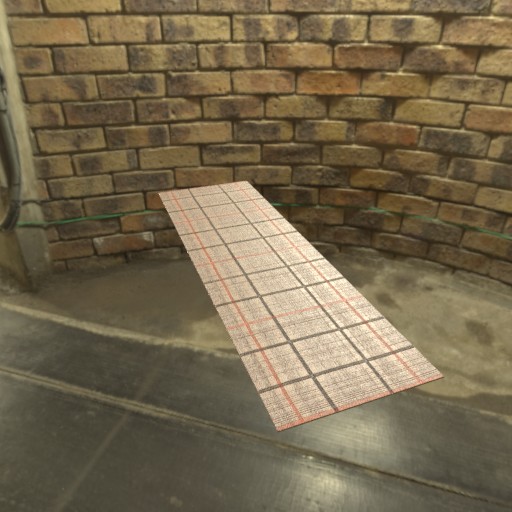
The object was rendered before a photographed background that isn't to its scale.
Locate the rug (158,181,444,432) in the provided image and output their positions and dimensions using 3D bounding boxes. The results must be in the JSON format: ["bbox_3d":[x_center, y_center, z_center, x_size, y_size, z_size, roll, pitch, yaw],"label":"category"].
[{"bbox_3d":[0.000,0.000,2.725,0.762,0.008,2.439,-11,32,-18],"label":"rug"}]
